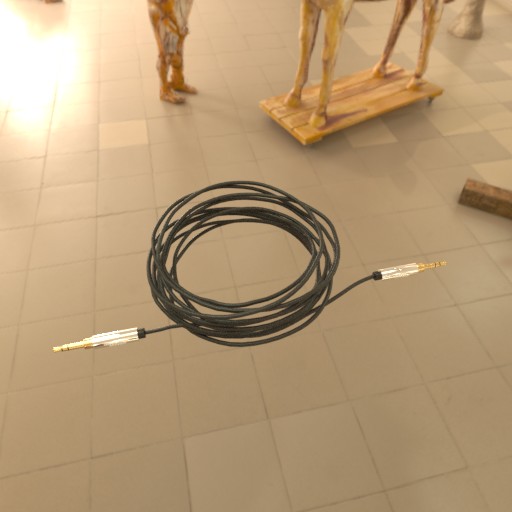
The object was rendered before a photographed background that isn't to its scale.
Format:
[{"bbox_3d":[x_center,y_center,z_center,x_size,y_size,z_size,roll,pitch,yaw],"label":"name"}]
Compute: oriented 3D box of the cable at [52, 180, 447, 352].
[{"bbox_3d":[0.000,0.000,0.481,0.432,0.069,0.198,-10,48,-9],"label":"cable"}]
